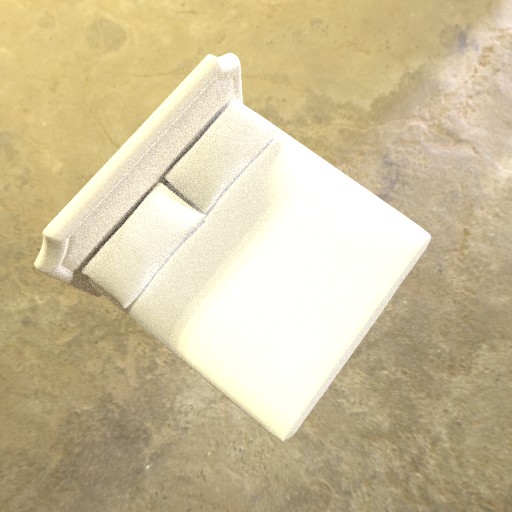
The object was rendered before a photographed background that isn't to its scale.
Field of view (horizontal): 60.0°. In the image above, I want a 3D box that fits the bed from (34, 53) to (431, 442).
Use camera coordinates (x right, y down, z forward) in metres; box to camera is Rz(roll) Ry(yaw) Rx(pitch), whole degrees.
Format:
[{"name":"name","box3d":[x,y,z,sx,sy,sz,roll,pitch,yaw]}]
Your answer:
[{"name":"bed","box3d":[0.000,0.000,3.470,2.204,1.301,2.160,37,79,9]}]
